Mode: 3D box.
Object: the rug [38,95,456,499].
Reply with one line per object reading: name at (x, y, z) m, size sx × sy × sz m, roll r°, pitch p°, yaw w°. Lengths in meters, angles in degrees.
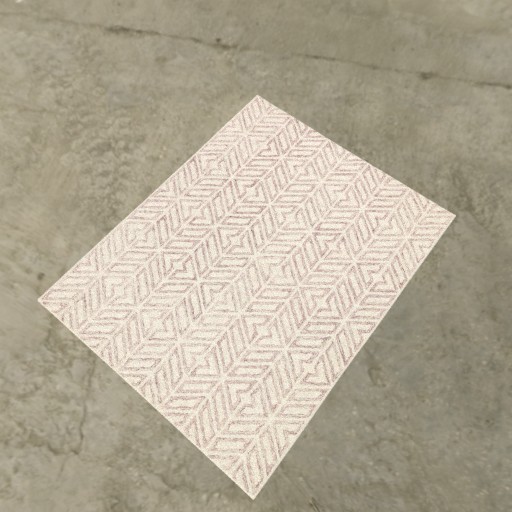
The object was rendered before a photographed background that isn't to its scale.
rug at (0.000, 0.000, 4.024) m, size 2.421 × 0.008 × 3.045 m, roll 36°, pitch 70°, yaw 15°
